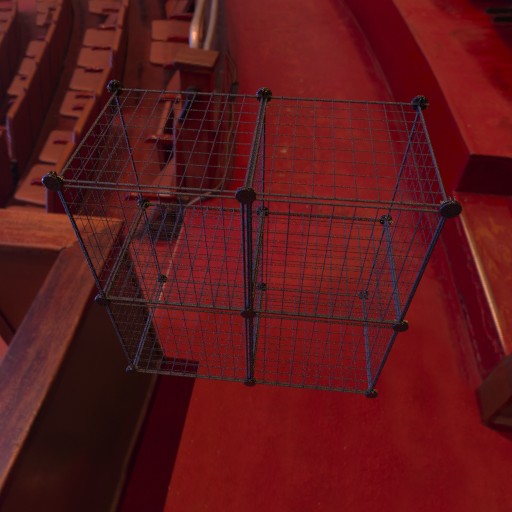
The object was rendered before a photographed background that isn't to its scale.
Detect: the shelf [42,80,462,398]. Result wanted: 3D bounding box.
[{"bbox_3d":[0.000,0.000,1.117,0.711,0.711,0.356,4,47,4],"label":"shelf"}]
